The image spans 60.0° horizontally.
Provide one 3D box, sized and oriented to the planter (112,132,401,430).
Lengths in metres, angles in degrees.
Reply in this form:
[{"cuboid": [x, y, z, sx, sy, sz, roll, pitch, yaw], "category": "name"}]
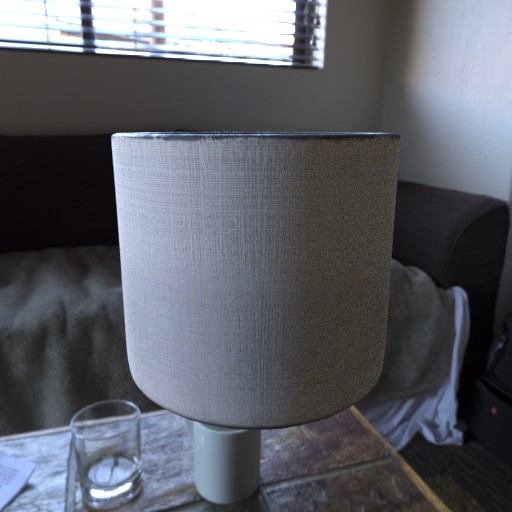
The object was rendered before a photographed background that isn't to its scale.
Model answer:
[{"cuboid": [0.000, 0.000, 0.375, 0.221, 0.201, 0.221, 0, 16, 0], "category": "planter"}]
